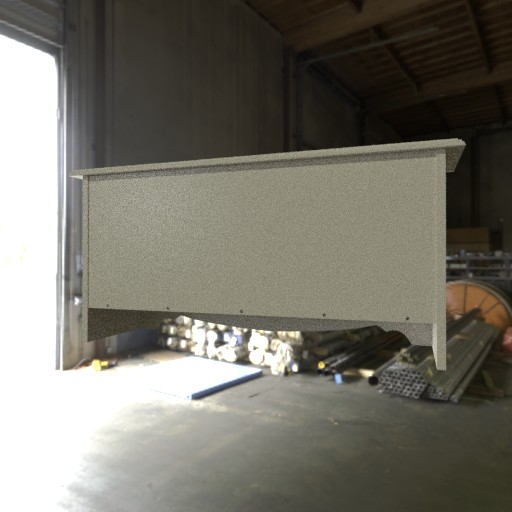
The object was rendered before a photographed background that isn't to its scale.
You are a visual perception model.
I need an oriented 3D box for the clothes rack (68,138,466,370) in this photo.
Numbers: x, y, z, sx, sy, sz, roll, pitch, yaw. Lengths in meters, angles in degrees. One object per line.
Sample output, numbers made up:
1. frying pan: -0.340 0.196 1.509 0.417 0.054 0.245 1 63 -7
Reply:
1. clothes rack: 0.000 0.000 1.339 1.120 0.531 0.324 0 0 20
